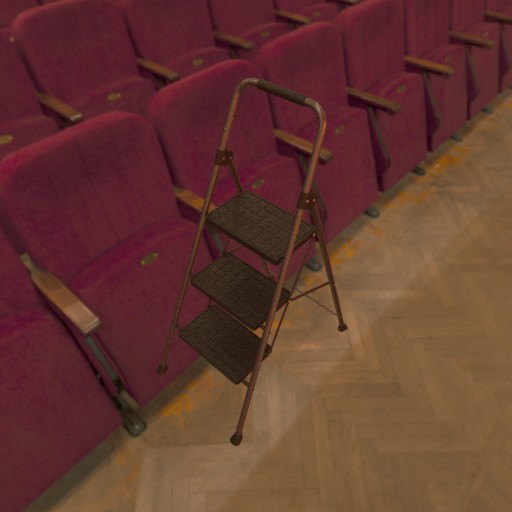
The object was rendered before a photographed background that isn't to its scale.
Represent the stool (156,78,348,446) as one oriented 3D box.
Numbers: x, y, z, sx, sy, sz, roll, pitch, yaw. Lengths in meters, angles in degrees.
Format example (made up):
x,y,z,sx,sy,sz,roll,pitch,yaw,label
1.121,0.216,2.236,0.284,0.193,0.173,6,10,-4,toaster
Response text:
x,y,z,sx,sy,sz,roll,pitch,yaw,label
0.000,0.000,1.534,0.473,1.121,0.733,32,53,29,stool
